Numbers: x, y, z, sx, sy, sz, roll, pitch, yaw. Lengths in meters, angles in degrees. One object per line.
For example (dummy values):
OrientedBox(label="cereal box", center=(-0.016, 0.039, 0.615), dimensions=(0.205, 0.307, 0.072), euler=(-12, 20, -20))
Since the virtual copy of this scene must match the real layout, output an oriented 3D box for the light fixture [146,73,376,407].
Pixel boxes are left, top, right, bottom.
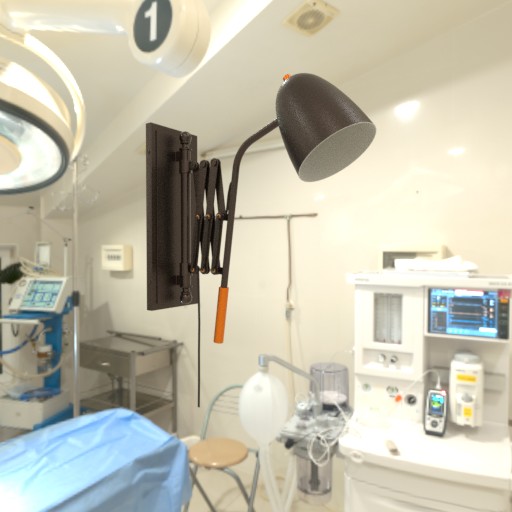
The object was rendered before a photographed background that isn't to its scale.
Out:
OrientedBox(label="light fixture", center=(0.000, 0.000, 0.923), dimensions=(0.499, 0.715, 0.162), euler=(1, 2, 35))
